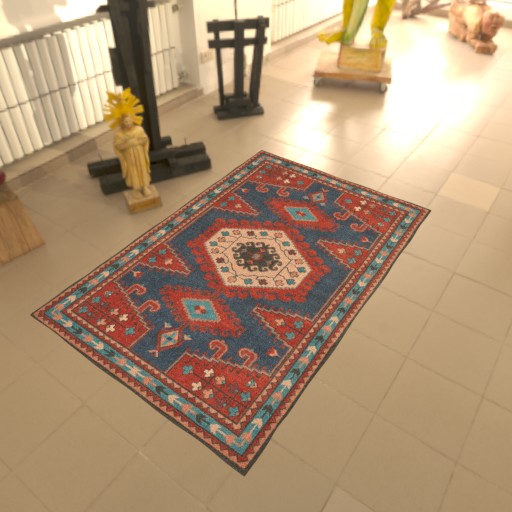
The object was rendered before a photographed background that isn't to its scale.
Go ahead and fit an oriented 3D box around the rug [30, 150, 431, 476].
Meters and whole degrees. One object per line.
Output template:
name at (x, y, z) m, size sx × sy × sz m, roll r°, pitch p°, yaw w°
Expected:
rug at (0.000, 0.000, 2.277) m, size 1.207 × 0.012 × 1.820 m, roll 26°, pitch 48°, yaw 25°
